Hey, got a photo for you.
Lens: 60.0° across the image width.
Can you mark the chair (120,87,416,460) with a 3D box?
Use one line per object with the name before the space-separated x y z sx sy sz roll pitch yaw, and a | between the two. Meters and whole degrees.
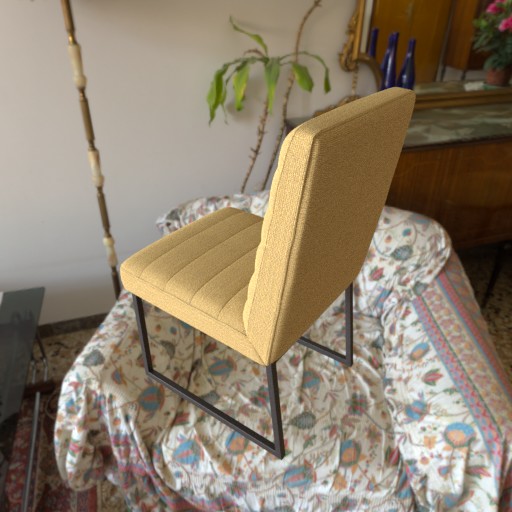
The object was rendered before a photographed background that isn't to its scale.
chair | 0.000 0.000 1.293 0.634 0.930 0.520 20 36 30
